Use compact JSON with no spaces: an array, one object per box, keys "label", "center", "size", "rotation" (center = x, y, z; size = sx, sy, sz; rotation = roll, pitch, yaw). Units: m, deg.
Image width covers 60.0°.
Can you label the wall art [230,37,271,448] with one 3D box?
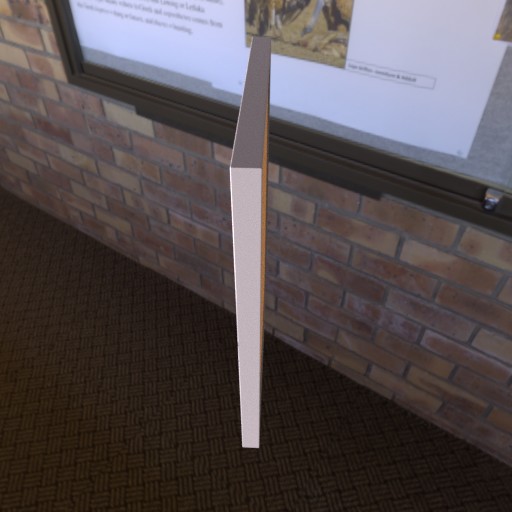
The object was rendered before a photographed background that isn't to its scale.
[{"label":"wall art","center":[0.000,0.000,0.976],"size":[0.039,0.753,0.511],"rotation":[2,42,2]}]
